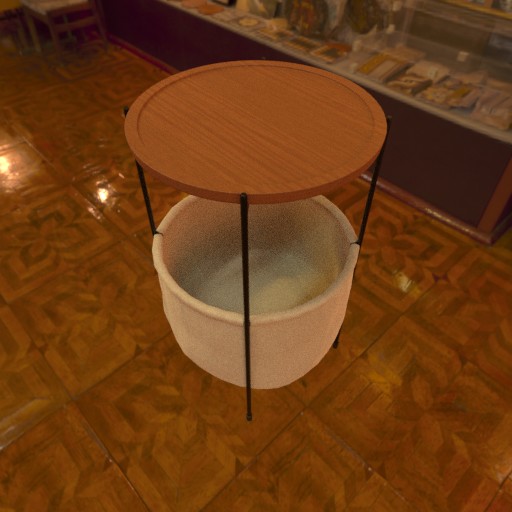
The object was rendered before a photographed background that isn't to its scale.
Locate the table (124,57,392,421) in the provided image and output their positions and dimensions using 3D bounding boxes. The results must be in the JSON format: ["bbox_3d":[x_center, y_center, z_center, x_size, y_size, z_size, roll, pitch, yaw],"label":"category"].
[{"bbox_3d":[0.000,0.000,0.888,0.393,0.623,0.393,-32,54,-27],"label":"table"}]
